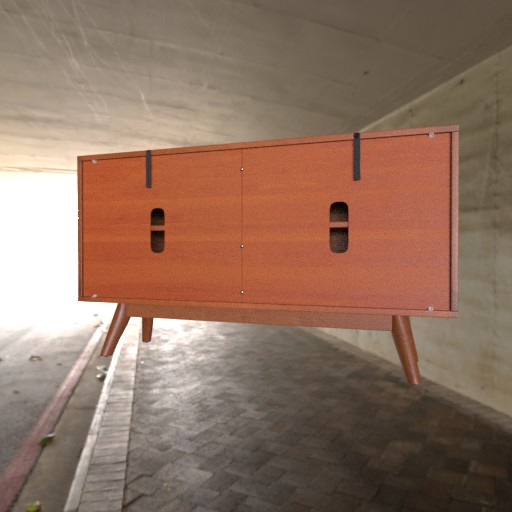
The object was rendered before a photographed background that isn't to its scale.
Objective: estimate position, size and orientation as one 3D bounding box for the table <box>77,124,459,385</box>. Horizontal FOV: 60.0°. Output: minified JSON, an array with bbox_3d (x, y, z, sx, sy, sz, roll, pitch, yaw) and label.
[{"bbox_3d":[0.000,0.000,1.496,1.220,0.698,0.308,0,1,19],"label":"table"}]
